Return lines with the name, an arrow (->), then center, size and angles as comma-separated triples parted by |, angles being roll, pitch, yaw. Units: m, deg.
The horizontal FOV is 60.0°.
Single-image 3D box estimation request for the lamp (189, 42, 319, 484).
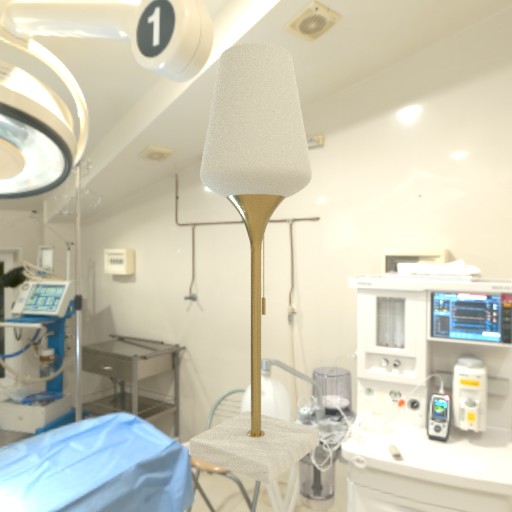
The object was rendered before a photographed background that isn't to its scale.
lamp -> 0.000, 0.000, 0.723 | 0.181, 0.639, 0.181 | 1, 1, 35
